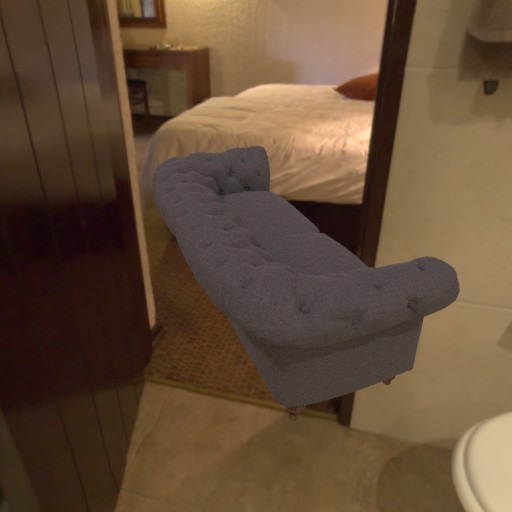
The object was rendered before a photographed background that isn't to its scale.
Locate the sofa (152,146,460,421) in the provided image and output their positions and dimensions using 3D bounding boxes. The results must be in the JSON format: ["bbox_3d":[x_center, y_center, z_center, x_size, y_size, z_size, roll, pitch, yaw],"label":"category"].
[{"bbox_3d":[0.000,0.000,2.863,1.046,0.836,2.335,-11,31,-19],"label":"sofa"}]
